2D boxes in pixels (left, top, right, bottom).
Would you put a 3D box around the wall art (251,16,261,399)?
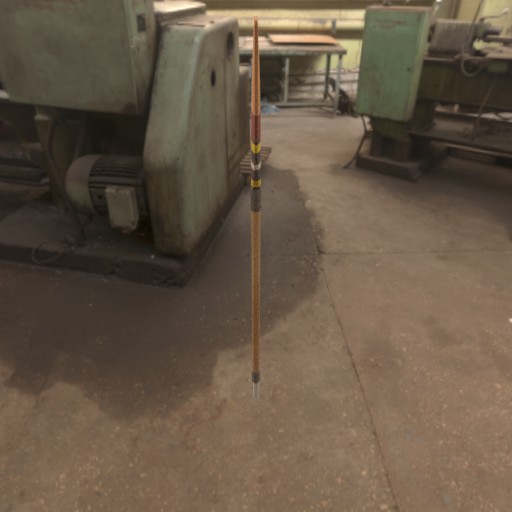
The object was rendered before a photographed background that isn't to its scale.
[{"bbox_3d":[0.000,0.000,1.638,0.038,1.556,0.146,0,32,-1],"label":"wall art"}]
